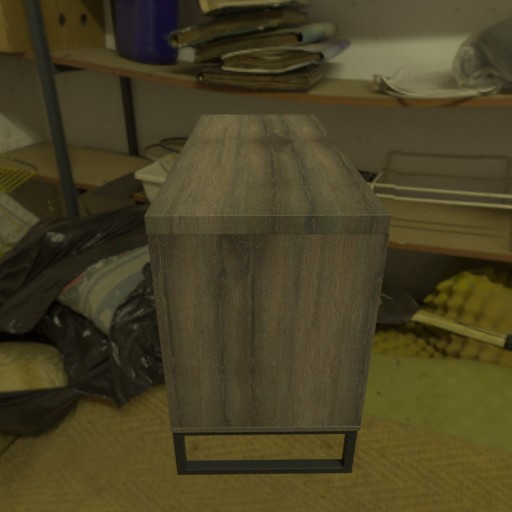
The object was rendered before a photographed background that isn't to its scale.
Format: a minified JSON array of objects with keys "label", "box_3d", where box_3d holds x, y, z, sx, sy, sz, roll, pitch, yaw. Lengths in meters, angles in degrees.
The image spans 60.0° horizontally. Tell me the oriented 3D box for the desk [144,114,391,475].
[{"label":"desk","box_3d":[0.000,0.000,1.522,0.511,0.752,1.134,0,27,-1]}]
